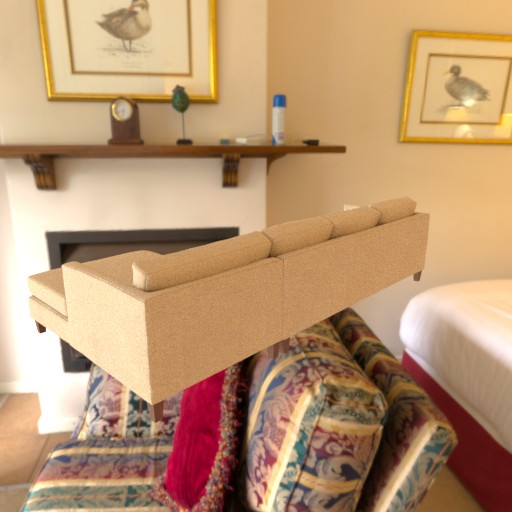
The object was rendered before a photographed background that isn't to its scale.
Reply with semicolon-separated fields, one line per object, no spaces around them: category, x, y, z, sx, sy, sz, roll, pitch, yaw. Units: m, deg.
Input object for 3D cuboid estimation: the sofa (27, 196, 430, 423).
sofa;0.000;0.000;3.777;1.625;0.846;3.186;15;22;42
